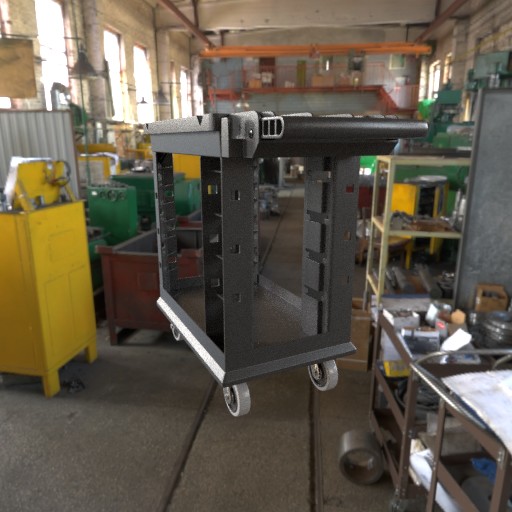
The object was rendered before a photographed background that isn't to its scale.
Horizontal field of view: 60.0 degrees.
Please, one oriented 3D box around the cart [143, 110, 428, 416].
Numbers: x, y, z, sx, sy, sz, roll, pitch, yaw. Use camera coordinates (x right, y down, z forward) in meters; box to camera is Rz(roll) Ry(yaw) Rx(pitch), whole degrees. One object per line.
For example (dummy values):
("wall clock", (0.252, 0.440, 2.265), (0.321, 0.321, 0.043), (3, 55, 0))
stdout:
("cart", (0.000, 0.000, 1.501), (0.497, 0.884, 1.061), (-7, 16, -26))
